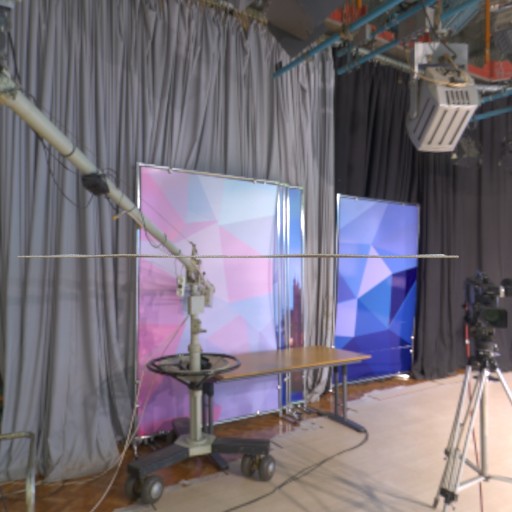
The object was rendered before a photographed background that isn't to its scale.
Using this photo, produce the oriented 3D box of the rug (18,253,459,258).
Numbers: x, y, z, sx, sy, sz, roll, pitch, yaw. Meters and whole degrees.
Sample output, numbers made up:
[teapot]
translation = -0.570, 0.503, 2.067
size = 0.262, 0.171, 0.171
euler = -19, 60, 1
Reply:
[rug]
translation = 0.000, 0.000, 4.262
size = 3.333, 0.027, 2.428
euler = 0, 0, 19
